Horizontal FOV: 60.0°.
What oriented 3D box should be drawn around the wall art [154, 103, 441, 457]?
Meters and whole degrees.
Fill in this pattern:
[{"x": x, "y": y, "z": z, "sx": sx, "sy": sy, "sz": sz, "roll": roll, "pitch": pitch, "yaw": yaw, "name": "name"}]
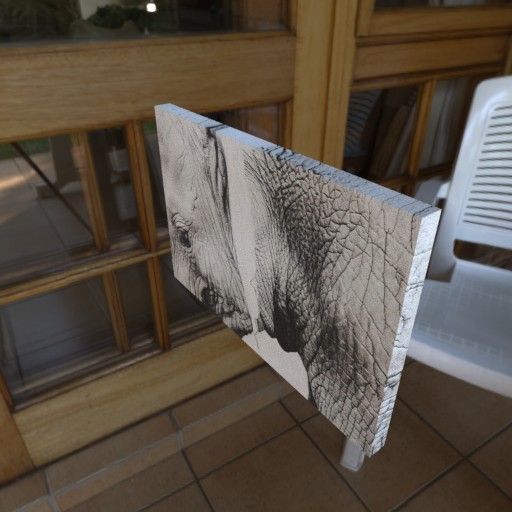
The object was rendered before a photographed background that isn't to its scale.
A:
[{"x": 0.000, "y": 0.000, "z": 0.782, "sx": 0.035, "sy": 0.407, "sz": 0.613, "roll": -22, "pitch": 38, "yaw": -31, "name": "wall art"}]
